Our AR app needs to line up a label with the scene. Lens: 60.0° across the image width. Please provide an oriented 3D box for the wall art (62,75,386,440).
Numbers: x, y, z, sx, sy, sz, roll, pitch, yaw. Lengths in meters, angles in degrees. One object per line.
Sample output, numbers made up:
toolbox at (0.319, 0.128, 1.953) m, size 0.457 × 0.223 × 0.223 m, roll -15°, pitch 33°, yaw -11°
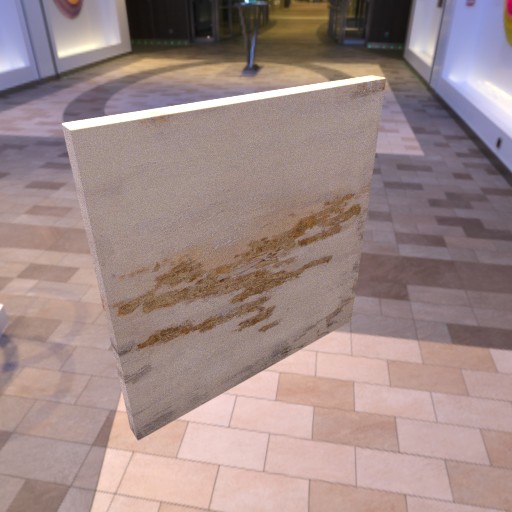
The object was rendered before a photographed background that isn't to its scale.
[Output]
wall art at (0.000, 0.000, 0.884) m, size 0.611 × 0.613 × 0.040 m, roll -21°, pitch 37°, yaw -31°
